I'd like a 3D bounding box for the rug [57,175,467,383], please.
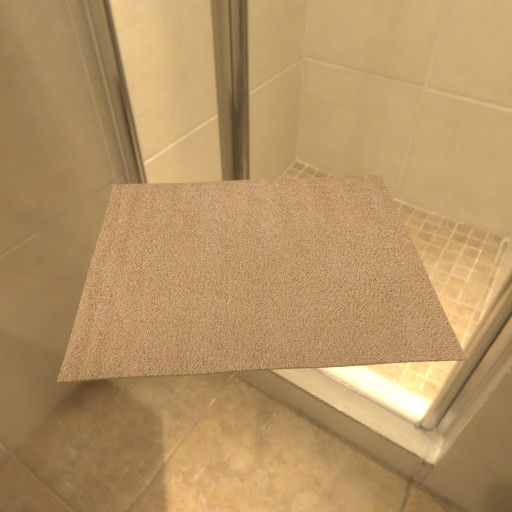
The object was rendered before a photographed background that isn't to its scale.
[{"bbox_3d":[0.000,0.000,4.087,3.000,0.026,2.400,-3,45,-3],"label":"rug"}]
